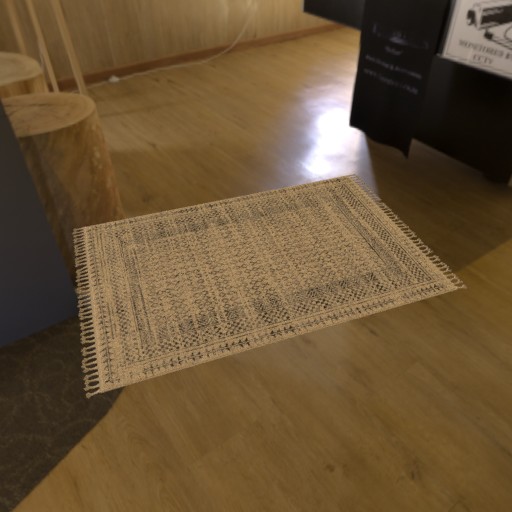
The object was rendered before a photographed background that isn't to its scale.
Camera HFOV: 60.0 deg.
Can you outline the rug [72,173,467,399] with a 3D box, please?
[{"bbox_3d":[0.000,0.000,3.197,2.486,0.013,1.548,-13,43,-14],"label":"rug"}]
